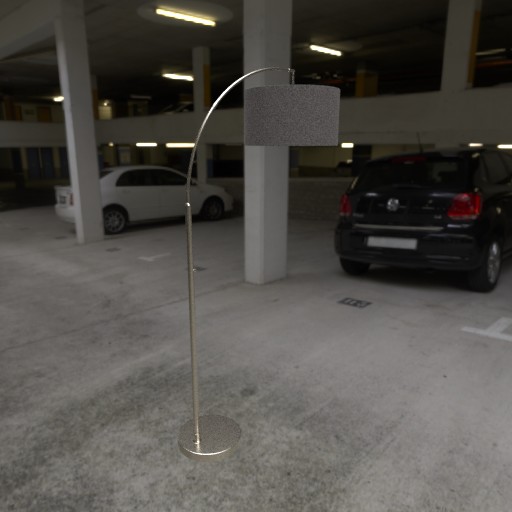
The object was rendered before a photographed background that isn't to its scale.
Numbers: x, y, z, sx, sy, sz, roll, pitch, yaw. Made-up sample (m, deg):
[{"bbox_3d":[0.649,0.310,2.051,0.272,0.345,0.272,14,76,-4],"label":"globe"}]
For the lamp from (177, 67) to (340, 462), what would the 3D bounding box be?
[{"bbox_3d":[0.000,0.000,2.149,0.934,1.735,0.452,-14,20,-43],"label":"lamp"}]
